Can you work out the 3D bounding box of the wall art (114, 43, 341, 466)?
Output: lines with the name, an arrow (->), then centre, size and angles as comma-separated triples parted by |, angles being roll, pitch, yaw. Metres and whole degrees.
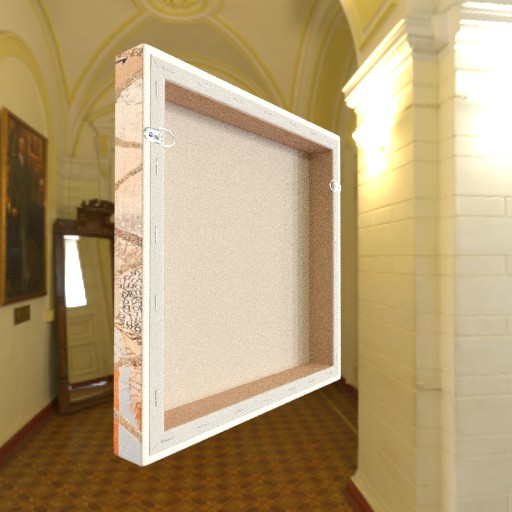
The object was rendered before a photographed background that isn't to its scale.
wall art -> 0.000, 0.000, 0.444 | 0.036, 0.304, 0.303 | -1, -1, 38
